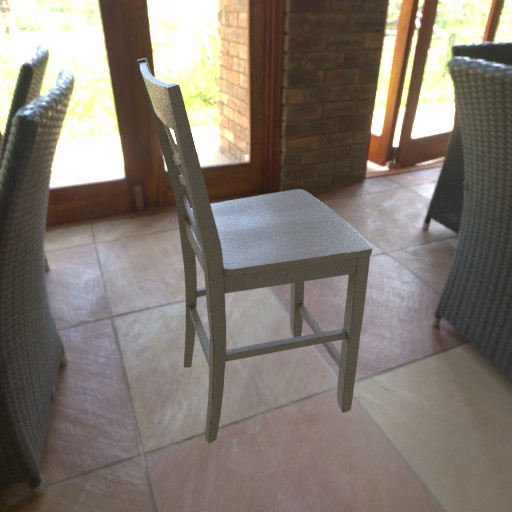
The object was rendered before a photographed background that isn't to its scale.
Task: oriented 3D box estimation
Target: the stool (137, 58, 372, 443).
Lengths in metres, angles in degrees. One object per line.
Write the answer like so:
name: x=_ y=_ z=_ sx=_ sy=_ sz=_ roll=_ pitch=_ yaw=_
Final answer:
stool: x=0.000 y=0.000 z=1.349 sx=0.539 sy=1.079 sz=0.462 roll=-10 pitch=32 yaw=-17
